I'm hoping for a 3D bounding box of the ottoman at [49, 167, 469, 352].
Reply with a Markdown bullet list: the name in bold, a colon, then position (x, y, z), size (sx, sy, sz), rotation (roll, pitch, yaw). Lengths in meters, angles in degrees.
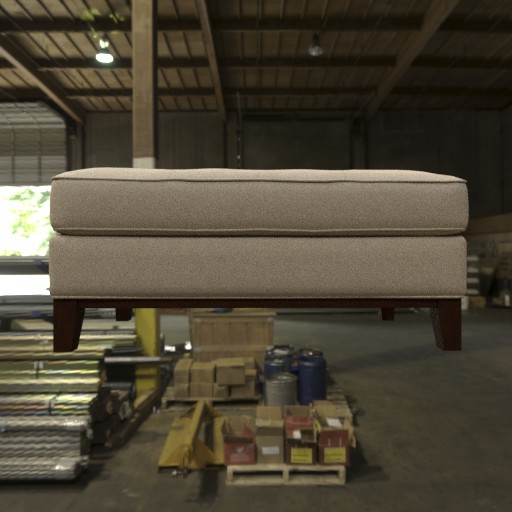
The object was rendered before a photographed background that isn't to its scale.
- **ottoman**: position (0.000, 0.000, 1.478), size (1.143, 0.508, 0.648), rotation (0, 0, -1)
